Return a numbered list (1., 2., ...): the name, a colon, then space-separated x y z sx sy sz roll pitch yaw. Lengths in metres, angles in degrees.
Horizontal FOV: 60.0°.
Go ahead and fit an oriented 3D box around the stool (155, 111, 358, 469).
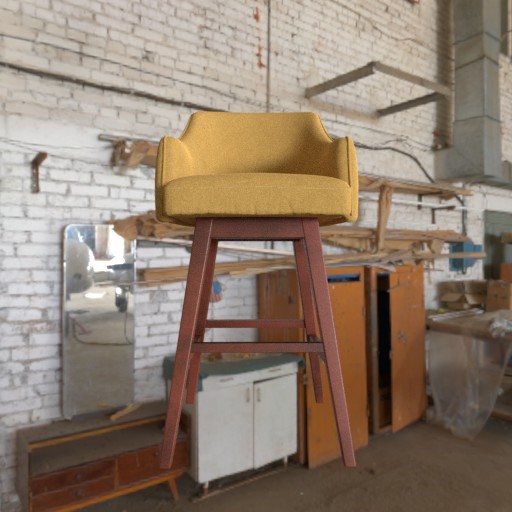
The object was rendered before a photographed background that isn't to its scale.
1. stool: 0.000 0.000 1.328 0.548 1.012 0.558 0 1 -1
